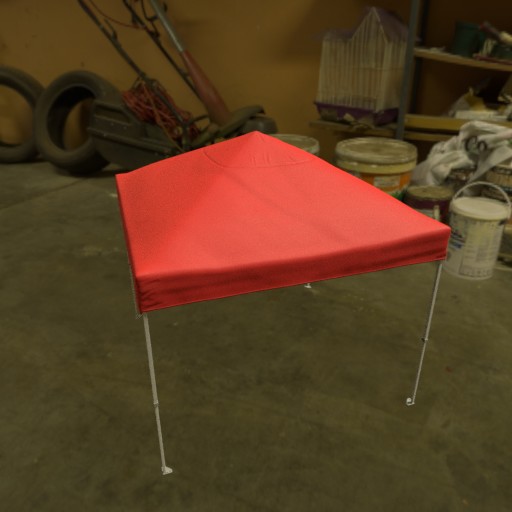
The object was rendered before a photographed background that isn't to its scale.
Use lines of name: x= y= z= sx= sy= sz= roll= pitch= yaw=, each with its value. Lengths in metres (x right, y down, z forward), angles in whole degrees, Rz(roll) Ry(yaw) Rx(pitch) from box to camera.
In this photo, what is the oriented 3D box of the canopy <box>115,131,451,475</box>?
canopy: x=0.000 y=0.000 z=5.426 sx=2.996 sy=2.997 sz=2.998 roll=-9 pitch=28 yaw=-17
